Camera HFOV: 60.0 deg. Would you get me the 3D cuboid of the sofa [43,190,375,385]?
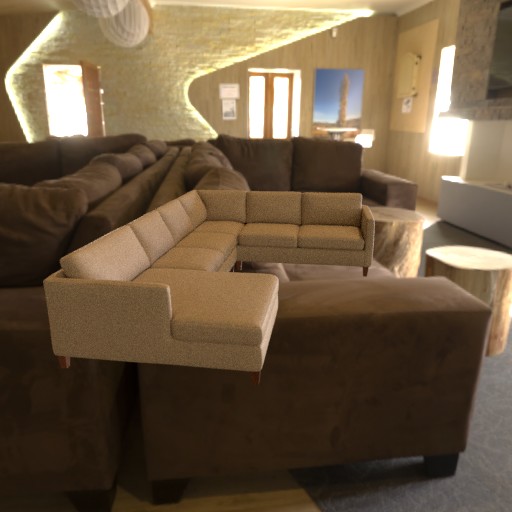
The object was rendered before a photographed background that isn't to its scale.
[{"bbox_3d":[0.000,0.000,4.561,2.551,0.889,3.403,3,17,8],"label":"sofa"}]
